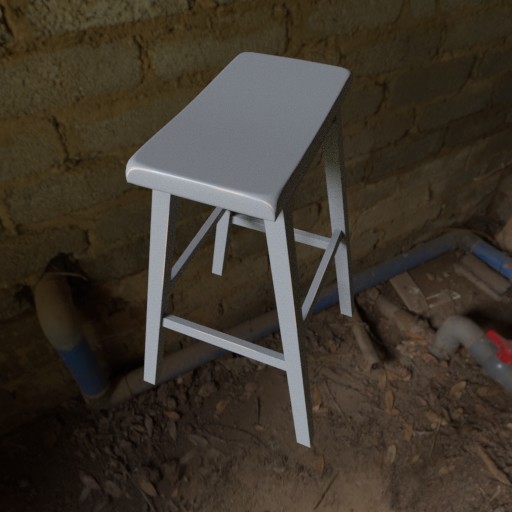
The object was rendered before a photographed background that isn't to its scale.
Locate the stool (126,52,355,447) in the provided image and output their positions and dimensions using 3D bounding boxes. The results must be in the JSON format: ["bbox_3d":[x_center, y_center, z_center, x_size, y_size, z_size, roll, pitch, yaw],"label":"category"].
[{"bbox_3d":[0.000,0.000,1.030,0.476,0.737,0.457,17,49,15],"label":"stool"}]
